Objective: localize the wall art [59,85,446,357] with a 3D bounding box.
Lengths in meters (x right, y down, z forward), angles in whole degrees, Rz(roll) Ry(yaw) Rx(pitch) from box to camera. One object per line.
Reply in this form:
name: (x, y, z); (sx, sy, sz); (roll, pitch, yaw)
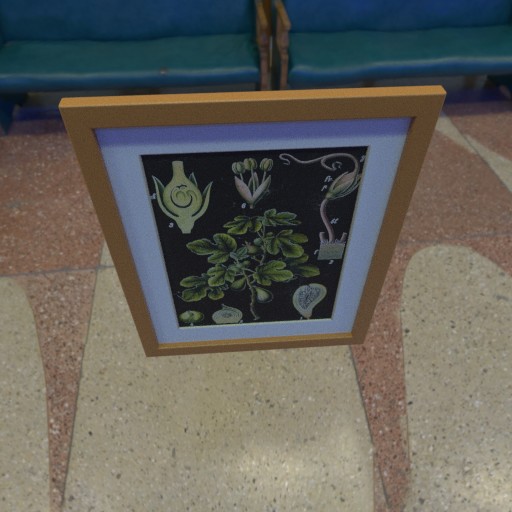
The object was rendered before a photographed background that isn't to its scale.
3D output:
wall art: (0.000, 0.000, 0.722); (0.452, 0.553, 0.022); (-3, 47, -3)
